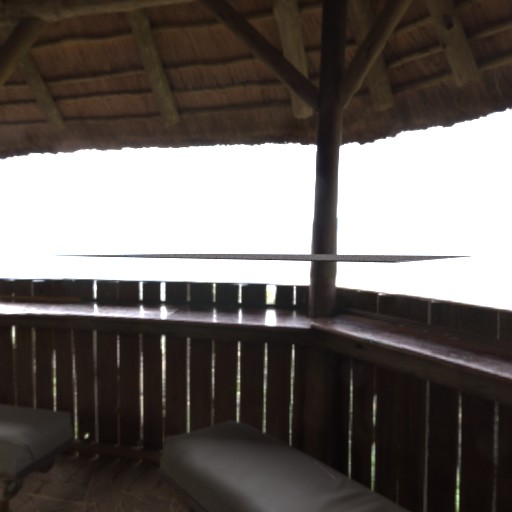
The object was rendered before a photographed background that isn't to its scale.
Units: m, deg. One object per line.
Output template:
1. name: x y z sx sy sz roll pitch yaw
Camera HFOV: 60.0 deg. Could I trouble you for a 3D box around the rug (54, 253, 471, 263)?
1. rug: 0.000 0.000 3.037 2.438 0.008 1.523 1 1 36
